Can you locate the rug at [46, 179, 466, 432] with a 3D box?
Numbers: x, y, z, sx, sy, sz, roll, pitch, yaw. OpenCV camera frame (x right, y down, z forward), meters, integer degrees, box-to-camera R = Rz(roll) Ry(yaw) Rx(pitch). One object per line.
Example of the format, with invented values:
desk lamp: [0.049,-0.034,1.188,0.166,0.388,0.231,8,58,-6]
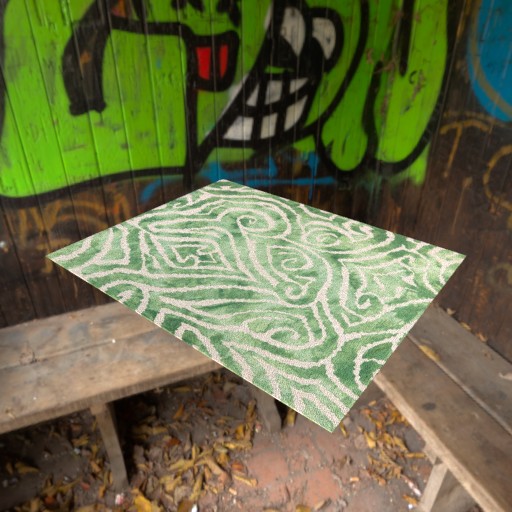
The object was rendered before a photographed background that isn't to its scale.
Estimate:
rug: [0.000,0.000,4.109,3.045,0.007,2.436,23,38,32]
